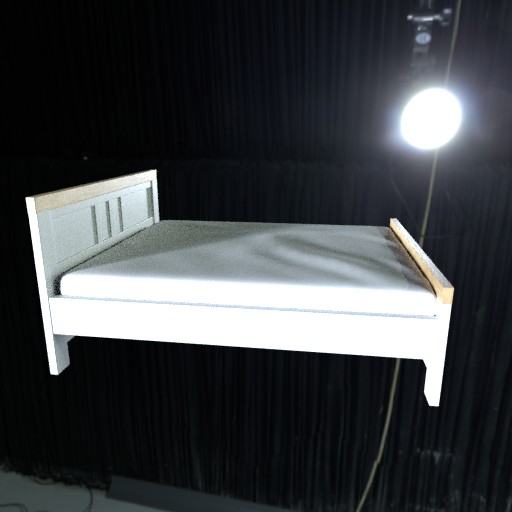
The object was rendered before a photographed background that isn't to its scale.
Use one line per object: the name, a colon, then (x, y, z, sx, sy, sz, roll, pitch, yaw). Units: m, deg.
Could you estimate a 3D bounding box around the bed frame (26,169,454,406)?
bed frame: (0.000, 0.000, 2.968, 2.050, 0.980, 1.670, 2, 16, 8)
